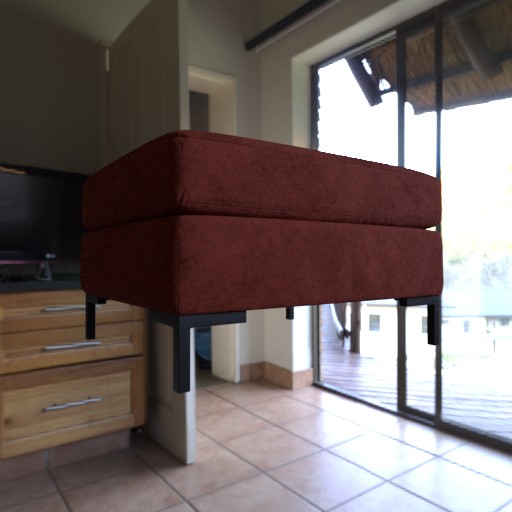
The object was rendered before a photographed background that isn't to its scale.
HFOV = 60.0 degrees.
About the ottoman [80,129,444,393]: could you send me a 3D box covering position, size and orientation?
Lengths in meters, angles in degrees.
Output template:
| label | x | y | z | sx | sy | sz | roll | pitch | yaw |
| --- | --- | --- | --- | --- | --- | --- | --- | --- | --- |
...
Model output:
| label | x | y | z | sx | sy | sz | roll | pitch | yaw |
| --- | --- | --- | --- | --- | --- | --- | --- | --- | --- |
| ottoman | 0.000 | 0.000 | 1.193 | 0.782 | 0.462 | 0.650 | 0 | 0 | -35 |
